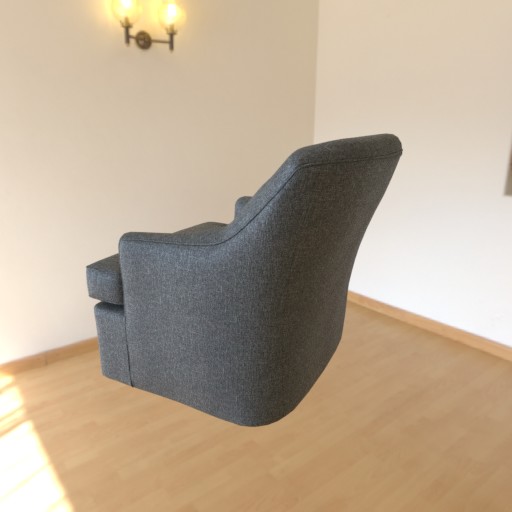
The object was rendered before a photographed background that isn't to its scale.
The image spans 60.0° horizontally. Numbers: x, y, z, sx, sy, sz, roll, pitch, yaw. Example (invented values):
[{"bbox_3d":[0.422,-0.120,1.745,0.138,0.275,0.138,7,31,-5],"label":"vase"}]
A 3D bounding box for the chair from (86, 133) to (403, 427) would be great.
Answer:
[{"bbox_3d":[0.000,0.000,1.595,0.923,0.856,0.864,8,19,25],"label":"chair"}]
